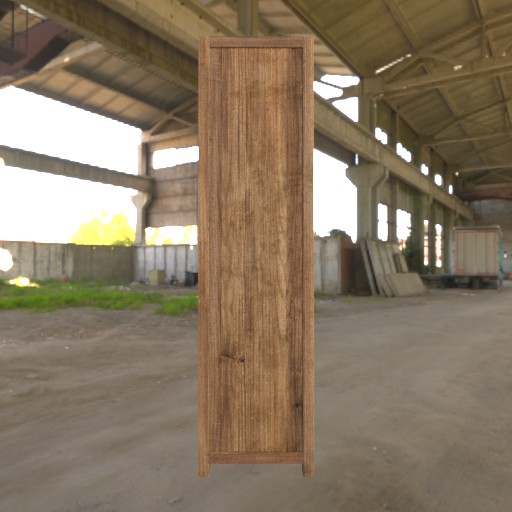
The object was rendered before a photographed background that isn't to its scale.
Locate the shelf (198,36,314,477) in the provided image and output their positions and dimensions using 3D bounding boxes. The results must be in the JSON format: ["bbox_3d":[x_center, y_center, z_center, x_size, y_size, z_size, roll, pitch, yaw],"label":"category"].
[{"bbox_3d":[0.000,0.000,2.126,0.500,1.900,0.428,0,-1,0],"label":"shelf"}]
